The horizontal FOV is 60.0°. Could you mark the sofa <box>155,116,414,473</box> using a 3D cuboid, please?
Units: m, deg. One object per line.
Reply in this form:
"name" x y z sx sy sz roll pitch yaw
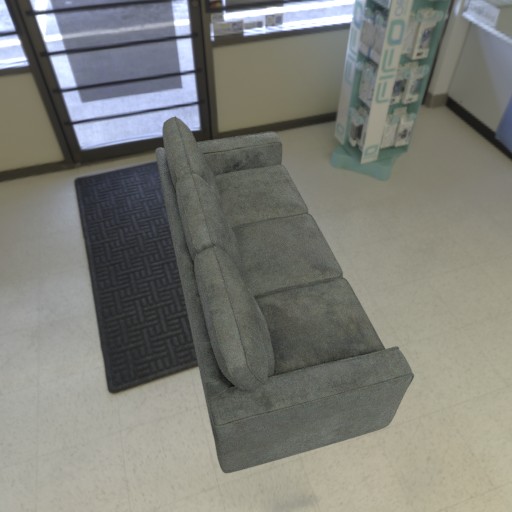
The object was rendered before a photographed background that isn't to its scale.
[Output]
"sofa" 0.000 0.000 2.706 0.939 0.965 2.133 -11 48 -11
